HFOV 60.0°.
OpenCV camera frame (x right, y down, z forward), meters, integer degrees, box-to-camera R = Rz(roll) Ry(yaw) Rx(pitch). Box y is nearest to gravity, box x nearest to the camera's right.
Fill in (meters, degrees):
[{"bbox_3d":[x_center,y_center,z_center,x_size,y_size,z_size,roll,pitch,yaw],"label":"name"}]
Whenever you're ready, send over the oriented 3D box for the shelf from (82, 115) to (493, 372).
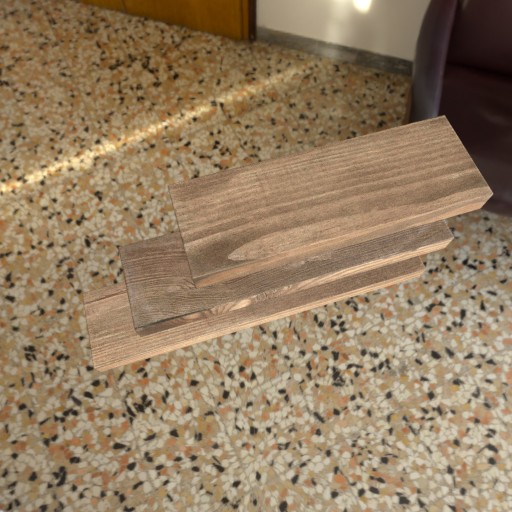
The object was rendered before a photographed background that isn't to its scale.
[{"bbox_3d":[0.000,0.000,0.705,0.610,0.293,0.140,-16,66,-7],"label":"shelf"}]
